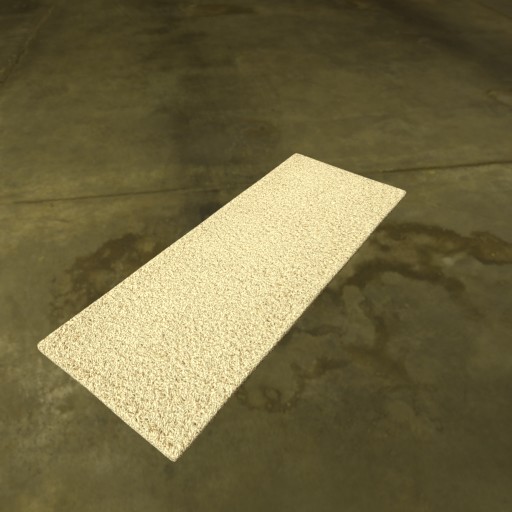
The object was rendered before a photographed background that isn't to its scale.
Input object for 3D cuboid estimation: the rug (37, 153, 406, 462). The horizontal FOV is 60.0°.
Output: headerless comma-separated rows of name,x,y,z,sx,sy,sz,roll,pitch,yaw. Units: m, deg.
rug,0.000,0.000,1.725,0.609,0.030,1.524,26,48,26
